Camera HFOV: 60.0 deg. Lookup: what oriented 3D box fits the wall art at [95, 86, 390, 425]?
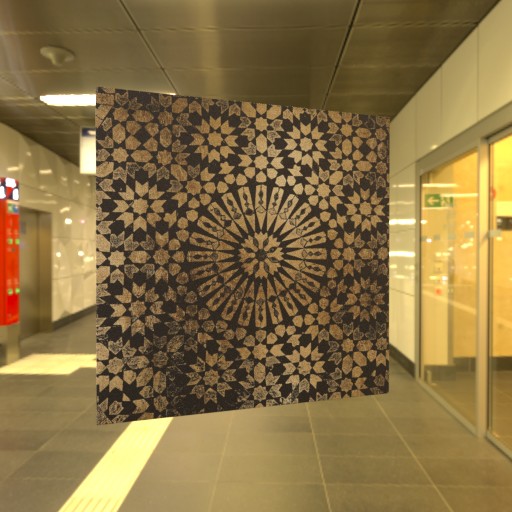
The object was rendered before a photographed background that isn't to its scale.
[{"bbox_3d":[0.000,0.000,1.345,0.914,0.914,0.038,0,1,-17],"label":"wall art"}]
